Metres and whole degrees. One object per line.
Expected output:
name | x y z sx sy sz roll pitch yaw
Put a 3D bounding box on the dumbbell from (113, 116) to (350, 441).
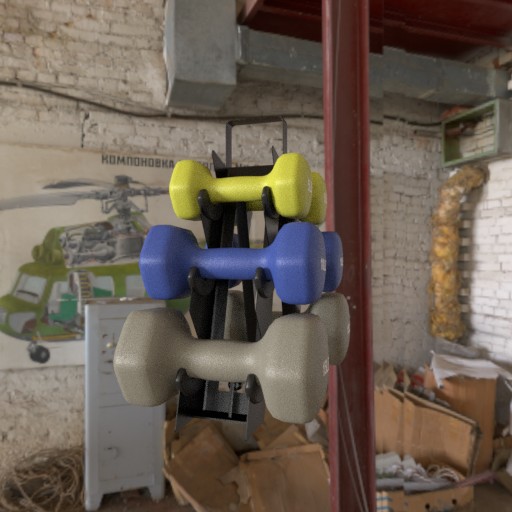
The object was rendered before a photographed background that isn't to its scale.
dumbbell | 0.000 0.000 0.696 0.261 0.426 0.416 0 0 17
